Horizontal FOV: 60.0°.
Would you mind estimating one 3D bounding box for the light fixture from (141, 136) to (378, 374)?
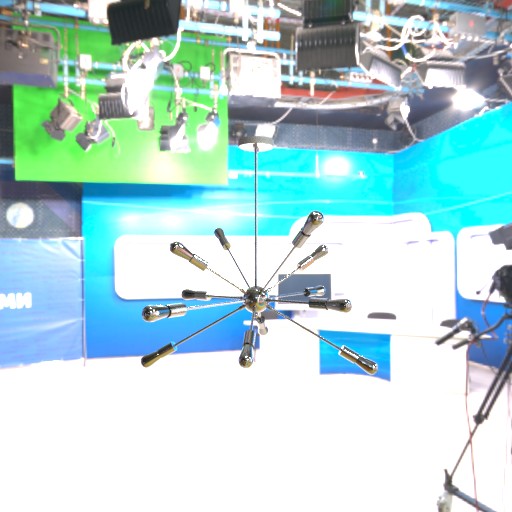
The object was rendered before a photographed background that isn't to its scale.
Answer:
[{"bbox_3d":[0.000,0.000,1.075,0.509,0.558,0.684,0,0,36],"label":"light fixture"}]
